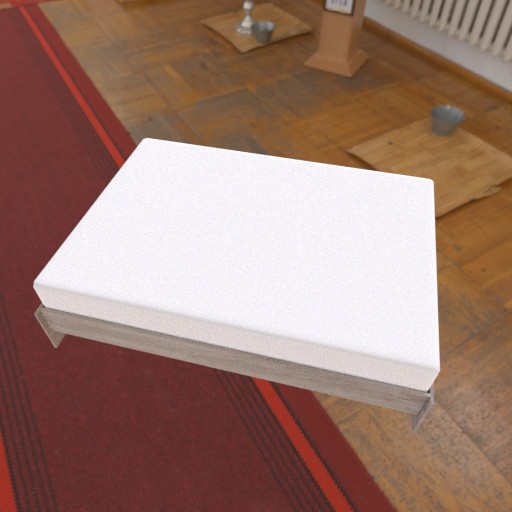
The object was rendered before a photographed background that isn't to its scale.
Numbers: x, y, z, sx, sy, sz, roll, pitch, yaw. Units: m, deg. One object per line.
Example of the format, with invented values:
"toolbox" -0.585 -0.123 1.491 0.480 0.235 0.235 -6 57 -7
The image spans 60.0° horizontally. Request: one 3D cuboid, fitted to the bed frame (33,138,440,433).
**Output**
"bed frame" 0.000 0.000 2.599 1.945 0.497 1.445 10 48 10
